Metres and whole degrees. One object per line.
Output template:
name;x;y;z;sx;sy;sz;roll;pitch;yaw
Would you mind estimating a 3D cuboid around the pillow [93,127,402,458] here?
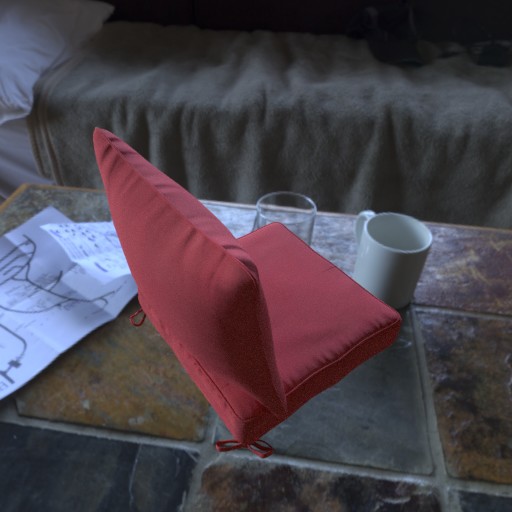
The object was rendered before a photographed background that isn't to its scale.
pillow;0.000;0.000;1.363;0.733;0.725;0.798;-25;47;-27
